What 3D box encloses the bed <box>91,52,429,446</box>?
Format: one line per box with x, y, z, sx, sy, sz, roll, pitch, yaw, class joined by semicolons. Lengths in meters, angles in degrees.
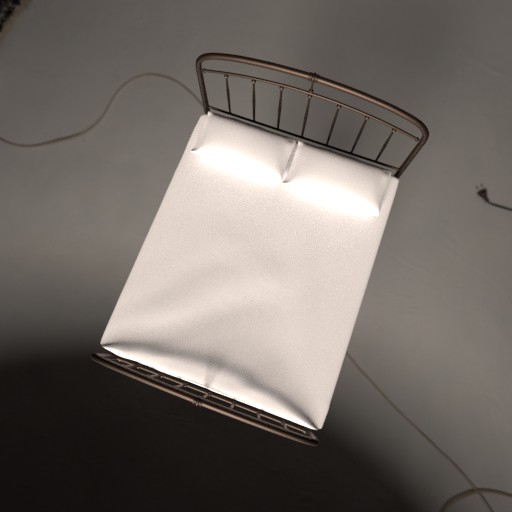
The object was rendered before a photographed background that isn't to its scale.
0.000;0.000;3.228;1.711;1.425;2.180;20;77;5;bed
